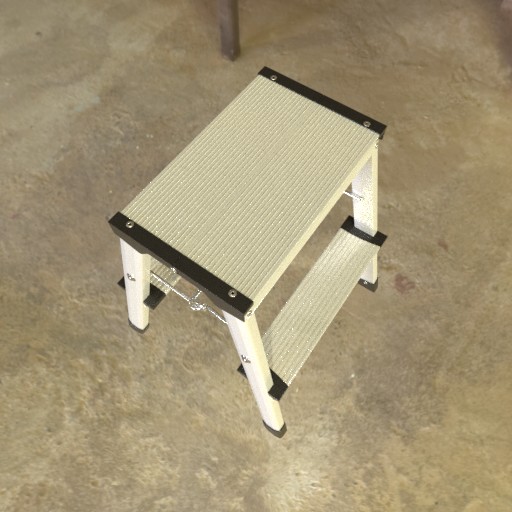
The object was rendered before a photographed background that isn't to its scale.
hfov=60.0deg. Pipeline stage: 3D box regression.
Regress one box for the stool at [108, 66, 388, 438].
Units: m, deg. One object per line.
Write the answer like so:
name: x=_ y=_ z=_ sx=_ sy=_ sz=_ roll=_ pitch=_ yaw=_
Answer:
stool: x=0.000 y=0.000 z=0.781 sx=0.405 sy=0.480 sz=0.404 roll=32 pitch=67 yaw=15
